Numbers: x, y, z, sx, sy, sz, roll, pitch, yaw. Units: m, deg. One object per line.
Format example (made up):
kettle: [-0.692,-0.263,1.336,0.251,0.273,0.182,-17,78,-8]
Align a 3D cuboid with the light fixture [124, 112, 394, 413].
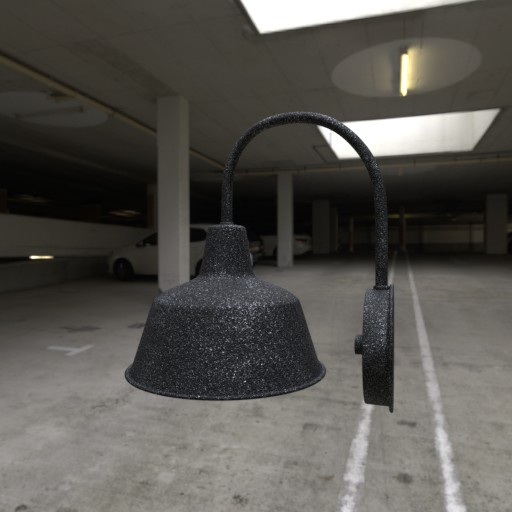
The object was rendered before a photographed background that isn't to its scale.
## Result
light fixture: [0.000,0.000,0.476,0.283,0.300,0.216,0,0,18]
